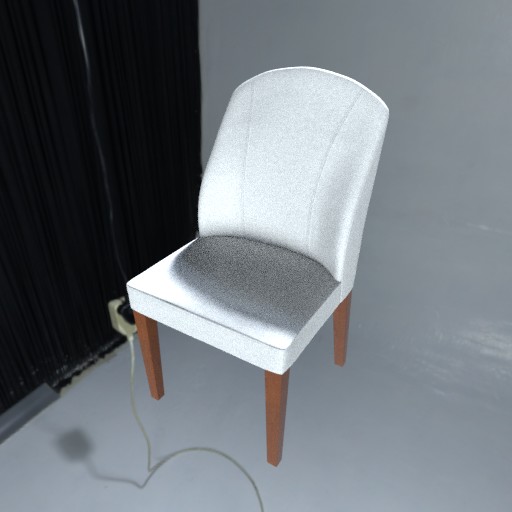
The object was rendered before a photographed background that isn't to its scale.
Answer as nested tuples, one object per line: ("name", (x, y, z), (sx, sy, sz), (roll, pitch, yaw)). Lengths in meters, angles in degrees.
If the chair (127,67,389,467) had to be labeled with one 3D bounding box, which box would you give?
("chair", (0.000, 0.000, 1.201), (0.472, 0.893, 0.540), (18, 35, 27))
